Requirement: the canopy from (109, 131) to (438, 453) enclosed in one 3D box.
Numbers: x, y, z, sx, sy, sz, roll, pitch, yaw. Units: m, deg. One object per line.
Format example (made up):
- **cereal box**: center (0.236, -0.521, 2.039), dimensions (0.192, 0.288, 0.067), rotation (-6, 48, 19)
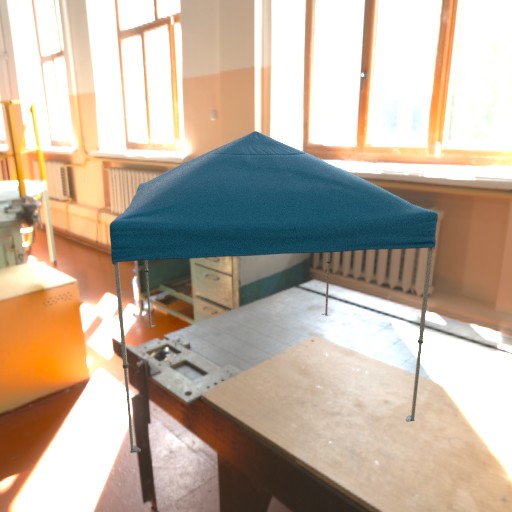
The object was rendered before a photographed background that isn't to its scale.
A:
- **canopy**: center (0.000, 0.000, 5.523), dimensions (2.998, 2.997, 2.996), rotation (-3, 16, -9)
